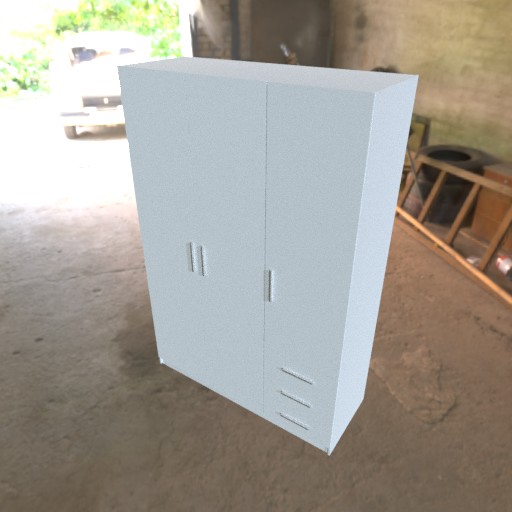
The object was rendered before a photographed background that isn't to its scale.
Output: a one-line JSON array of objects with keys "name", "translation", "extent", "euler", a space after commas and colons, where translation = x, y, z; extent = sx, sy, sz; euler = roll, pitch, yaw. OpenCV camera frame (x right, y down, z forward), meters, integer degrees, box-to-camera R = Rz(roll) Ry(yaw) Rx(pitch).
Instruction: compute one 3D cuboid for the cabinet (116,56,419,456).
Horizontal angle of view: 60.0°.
[{"name": "cabinet", "translation": [0.000, 0.000, 2.450], "extent": [1.290, 1.910, 0.510], "euler": [19, 35, 29]}]
